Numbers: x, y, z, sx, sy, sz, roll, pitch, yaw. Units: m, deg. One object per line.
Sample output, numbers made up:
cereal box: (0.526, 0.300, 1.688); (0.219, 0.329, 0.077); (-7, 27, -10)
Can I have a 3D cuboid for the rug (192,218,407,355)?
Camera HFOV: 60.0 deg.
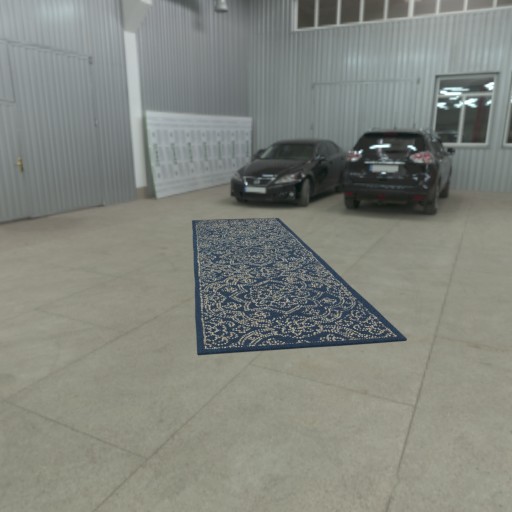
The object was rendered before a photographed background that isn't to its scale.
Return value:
rug: (0.000, 0.000, 2.734); (0.769, 0.012, 2.448); (-2, 16, -8)
